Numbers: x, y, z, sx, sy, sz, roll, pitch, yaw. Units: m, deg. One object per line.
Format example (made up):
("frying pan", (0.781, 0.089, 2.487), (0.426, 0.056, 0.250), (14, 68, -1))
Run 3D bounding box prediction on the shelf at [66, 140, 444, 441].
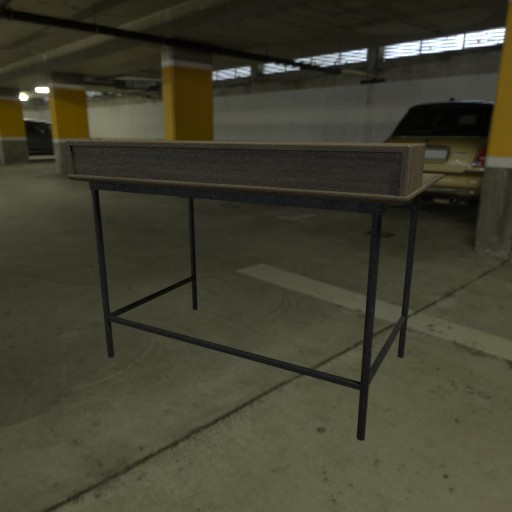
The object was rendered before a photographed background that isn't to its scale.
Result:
("shelf", (0.000, 0.000, 1.719), (1.212, 0.865, 0.685), (8, 18, 28))
